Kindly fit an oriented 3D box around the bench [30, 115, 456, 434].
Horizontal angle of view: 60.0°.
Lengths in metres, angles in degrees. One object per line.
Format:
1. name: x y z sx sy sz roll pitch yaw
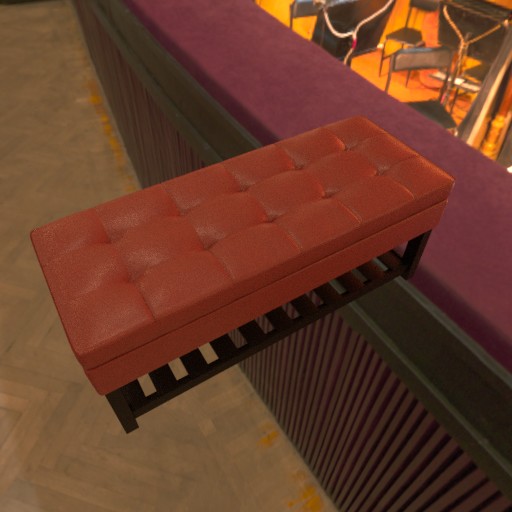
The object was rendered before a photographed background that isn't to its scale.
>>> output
1. bench: 0.000 0.000 1.348 1.105 0.460 0.432 -24 52 -21
